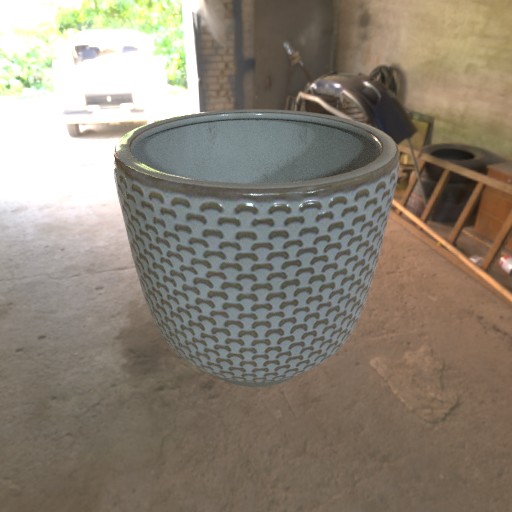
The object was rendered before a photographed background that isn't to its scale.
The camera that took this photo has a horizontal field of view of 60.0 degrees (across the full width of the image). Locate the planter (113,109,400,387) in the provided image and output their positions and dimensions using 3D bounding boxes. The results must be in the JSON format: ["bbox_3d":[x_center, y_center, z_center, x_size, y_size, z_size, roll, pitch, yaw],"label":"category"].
[{"bbox_3d":[0.000,0.000,0.358,0.197,0.191,0.197,0,30,0],"label":"planter"}]
